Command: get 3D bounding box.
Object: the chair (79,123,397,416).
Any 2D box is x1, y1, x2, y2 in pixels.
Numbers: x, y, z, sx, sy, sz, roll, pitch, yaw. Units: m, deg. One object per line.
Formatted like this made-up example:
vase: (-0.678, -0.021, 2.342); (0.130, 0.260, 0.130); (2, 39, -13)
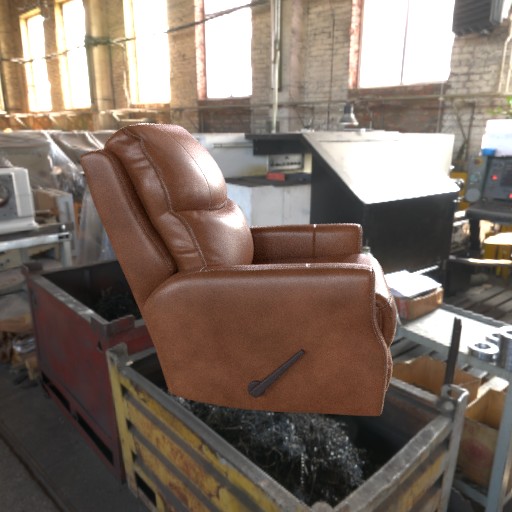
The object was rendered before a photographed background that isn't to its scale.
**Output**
chair: (0.000, 0.000, 1.776); (1.072, 1.016, 0.821); (3, 16, 9)
